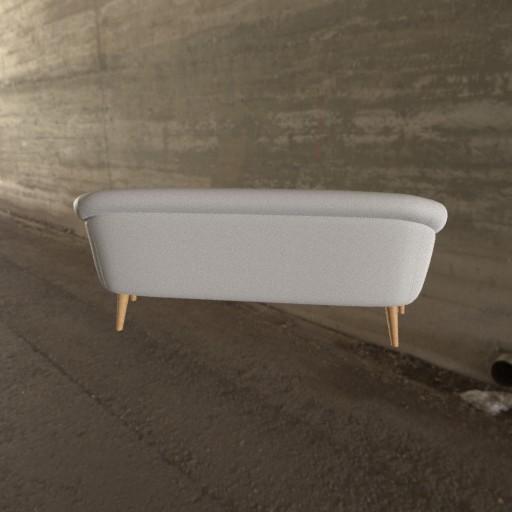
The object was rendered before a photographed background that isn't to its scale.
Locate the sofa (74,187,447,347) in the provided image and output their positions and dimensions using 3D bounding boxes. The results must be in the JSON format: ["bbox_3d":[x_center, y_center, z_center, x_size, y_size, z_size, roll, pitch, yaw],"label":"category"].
[{"bbox_3d":[0.000,0.000,2.519,2.160,0.795,0.827,2,15,7],"label":"sofa"}]
